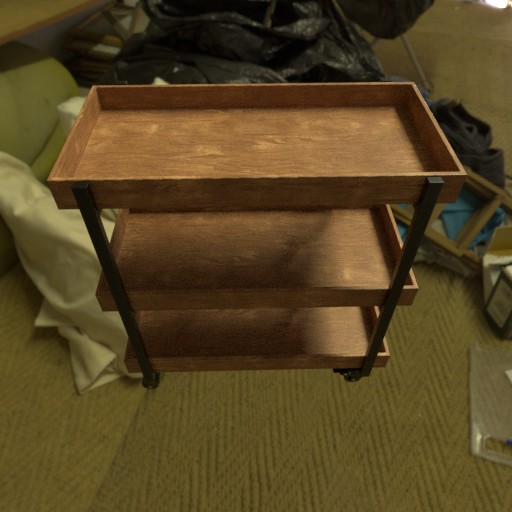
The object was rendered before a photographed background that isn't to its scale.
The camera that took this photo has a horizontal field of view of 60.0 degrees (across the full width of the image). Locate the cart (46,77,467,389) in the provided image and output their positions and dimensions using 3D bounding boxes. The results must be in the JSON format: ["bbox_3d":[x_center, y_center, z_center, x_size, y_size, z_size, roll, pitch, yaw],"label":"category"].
[{"bbox_3d":[0.000,0.000,1.204,0.750,0.800,0.411,-1,47,-1],"label":"cart"}]
